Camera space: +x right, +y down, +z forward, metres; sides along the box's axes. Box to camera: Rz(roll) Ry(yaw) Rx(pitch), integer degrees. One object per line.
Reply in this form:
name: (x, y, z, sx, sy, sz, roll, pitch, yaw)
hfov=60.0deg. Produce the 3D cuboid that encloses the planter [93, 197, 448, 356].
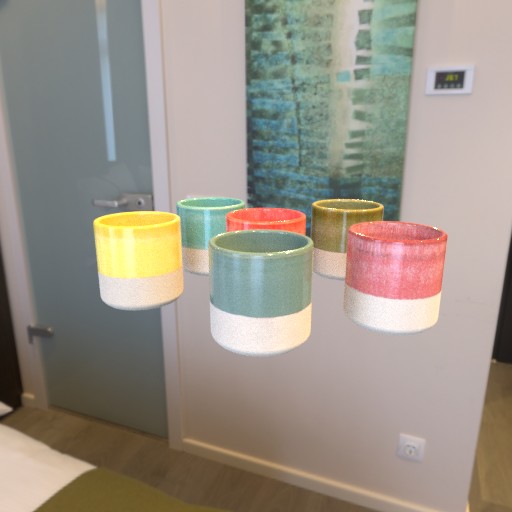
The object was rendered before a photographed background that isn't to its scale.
planter: (0.000, 0.000, 0.415, 0.286, 0.075, 0.257, -2, 16, -8)
